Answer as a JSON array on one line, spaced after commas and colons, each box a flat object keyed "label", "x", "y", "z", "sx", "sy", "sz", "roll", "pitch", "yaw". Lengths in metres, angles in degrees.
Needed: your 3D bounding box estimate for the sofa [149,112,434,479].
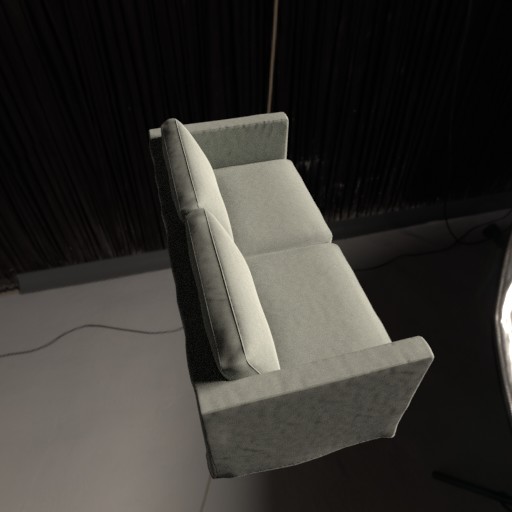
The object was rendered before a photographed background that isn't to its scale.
[{"label": "sofa", "x": 0.000, "y": 0.000, "z": 2.476, "sx": 0.940, "sy": 0.870, "sz": 1.987, "roll": -11, "pitch": 47, "yaw": -10}]
